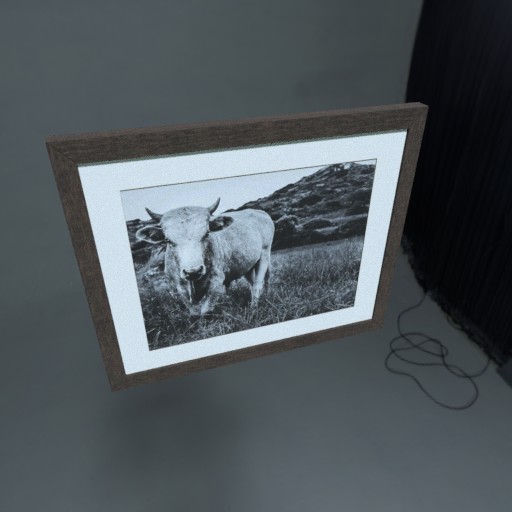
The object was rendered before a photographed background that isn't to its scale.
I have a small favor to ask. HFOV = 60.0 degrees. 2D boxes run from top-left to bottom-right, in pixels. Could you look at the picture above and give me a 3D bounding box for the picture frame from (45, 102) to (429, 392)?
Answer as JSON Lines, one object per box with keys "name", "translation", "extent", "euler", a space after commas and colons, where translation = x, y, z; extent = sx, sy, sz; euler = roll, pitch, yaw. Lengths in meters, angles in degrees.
{"name": "picture frame", "translation": [0.000, 0.000, 0.743], "extent": [0.546, 0.455, 0.026], "euler": [-10, 34, -15]}
